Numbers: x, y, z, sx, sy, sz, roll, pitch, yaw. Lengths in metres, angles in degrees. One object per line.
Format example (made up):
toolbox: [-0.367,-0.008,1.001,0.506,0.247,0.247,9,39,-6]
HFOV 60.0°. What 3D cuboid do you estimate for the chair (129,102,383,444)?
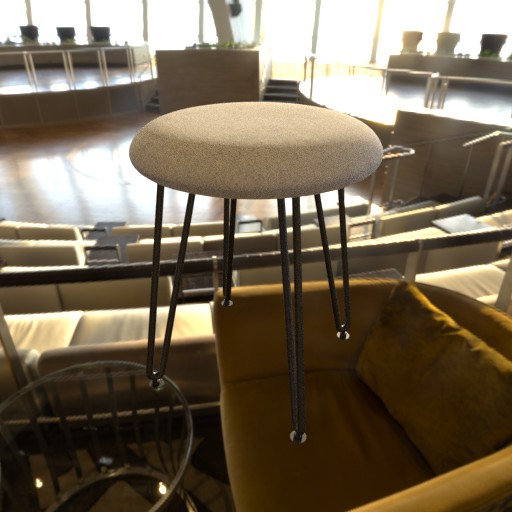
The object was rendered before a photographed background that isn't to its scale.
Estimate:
chair: [0.000,0.000,0.632,0.350,0.386,0.350,-10,31,-18]
